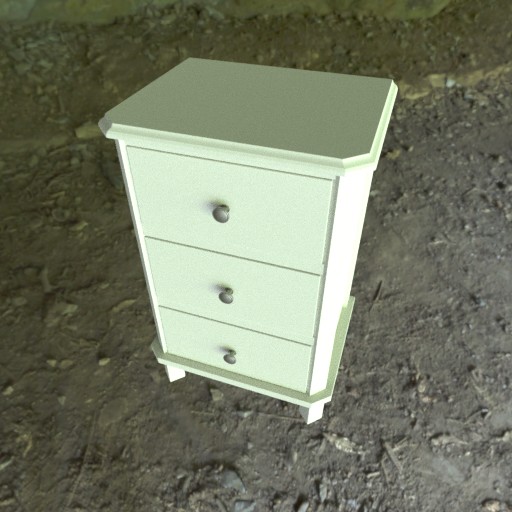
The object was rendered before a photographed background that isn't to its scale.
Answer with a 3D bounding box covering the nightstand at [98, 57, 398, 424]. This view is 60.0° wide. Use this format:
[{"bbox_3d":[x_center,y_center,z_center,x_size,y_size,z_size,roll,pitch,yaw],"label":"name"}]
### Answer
[{"bbox_3d":[0.000,0.000,0.957,0.435,0.681,0.351,12,42,14],"label":"nightstand"}]
